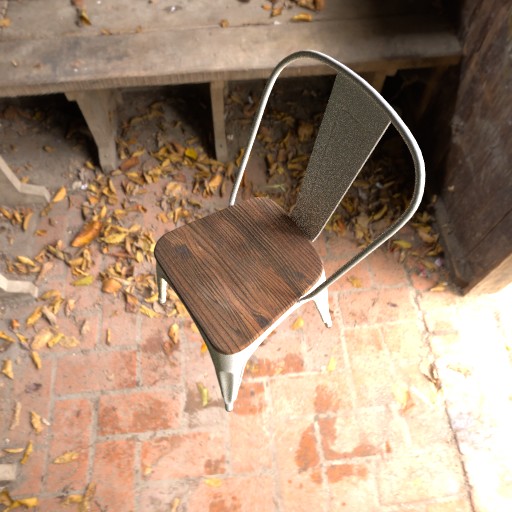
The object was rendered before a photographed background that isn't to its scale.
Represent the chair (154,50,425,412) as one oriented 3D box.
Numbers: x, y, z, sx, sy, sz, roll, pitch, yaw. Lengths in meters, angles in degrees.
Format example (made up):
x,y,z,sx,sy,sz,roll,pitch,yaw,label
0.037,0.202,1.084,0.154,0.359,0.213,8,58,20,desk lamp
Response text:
x,y,z,sx,sy,sz,roll,pitch,yaw,label
0.000,0.000,1.142,0.521,0.851,0.452,-31,68,-15,chair
